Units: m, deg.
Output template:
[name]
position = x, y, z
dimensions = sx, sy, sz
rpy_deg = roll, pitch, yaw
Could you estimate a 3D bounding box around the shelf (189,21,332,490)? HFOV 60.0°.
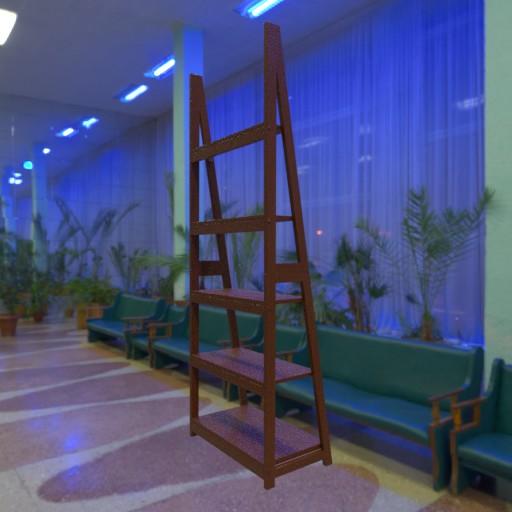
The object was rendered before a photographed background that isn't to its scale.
[shelf]
position = 0.000, 0.000, 2.037
dimensions = 0.356, 1.780, 0.630
rpy_deg = 0, 1, -36
